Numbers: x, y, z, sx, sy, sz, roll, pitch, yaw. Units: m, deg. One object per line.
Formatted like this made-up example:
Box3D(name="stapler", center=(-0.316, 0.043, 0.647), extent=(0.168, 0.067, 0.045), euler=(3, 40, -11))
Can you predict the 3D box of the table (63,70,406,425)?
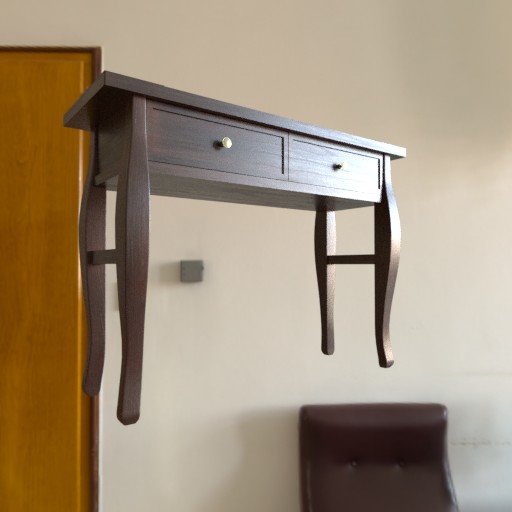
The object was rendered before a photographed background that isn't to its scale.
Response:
Box3D(name="table", center=(0.000, 0.000, 1.389), extent=(1.062, 0.768, 0.373), euler=(1, -1, -37))
